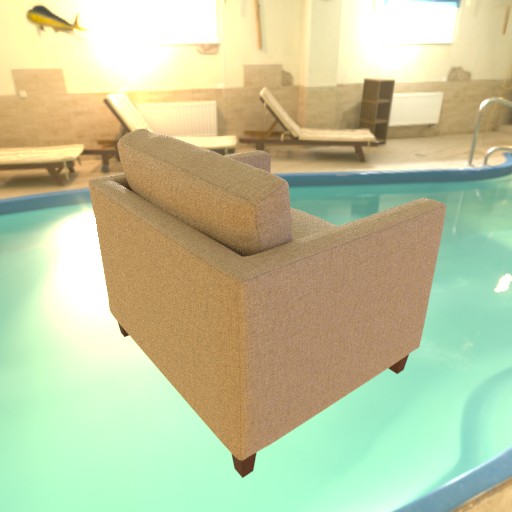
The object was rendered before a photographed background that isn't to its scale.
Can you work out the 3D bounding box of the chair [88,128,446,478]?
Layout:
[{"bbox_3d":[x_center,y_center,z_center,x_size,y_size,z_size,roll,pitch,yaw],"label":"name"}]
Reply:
[{"bbox_3d":[0.000,0.000,1.817,0.959,0.961,1.107,-19,32,-33],"label":"chair"}]
